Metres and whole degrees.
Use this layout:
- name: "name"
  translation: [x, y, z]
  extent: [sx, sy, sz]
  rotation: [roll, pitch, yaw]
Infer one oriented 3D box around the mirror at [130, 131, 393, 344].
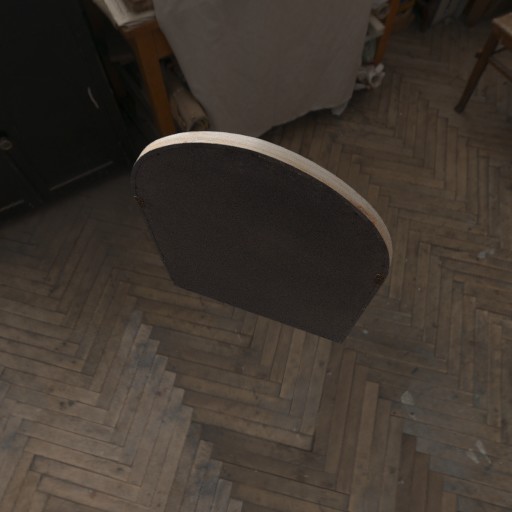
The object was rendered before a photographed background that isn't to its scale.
- name: "mirror"
  translation: [0.000, 0.000, 1.218]
  extent: [0.660, 0.920, 0.032]
  rotation: [18, 65, 9]
